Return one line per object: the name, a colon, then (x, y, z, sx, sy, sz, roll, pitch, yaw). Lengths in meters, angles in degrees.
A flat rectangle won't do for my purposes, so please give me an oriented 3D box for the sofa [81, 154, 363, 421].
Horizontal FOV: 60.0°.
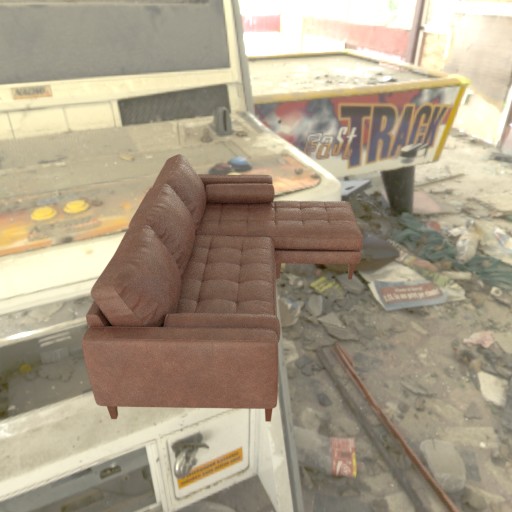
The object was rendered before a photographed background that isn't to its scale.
sofa: (0.000, 0.000, 3.054, 1.613, 0.841, 2.185, 1, 31, 1)
